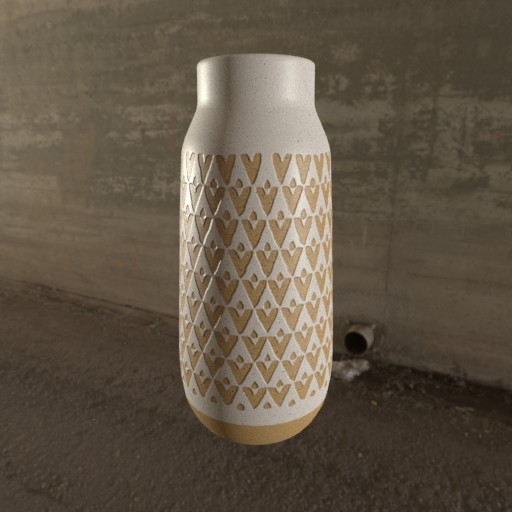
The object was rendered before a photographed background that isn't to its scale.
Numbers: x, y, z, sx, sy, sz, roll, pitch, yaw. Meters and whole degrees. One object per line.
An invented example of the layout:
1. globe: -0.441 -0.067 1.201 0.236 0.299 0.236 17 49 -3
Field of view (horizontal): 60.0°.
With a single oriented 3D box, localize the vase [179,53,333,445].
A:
1. vase: 0.000 0.000 0.381 0.137 0.307 0.137 0 15 0
